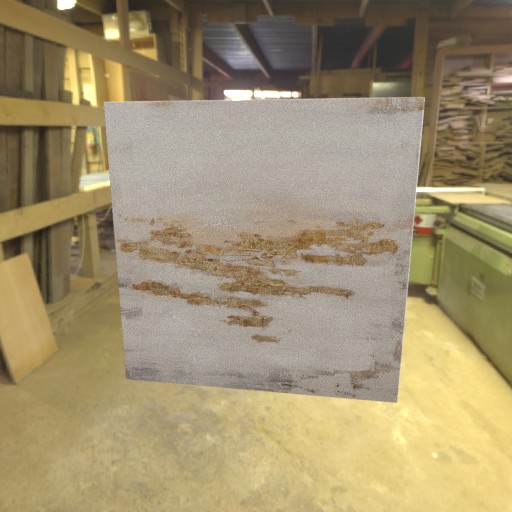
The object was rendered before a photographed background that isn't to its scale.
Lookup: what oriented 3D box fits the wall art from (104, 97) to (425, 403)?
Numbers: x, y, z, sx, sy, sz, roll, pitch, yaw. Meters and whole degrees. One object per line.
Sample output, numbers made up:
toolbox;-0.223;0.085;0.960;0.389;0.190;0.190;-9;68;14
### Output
wall art;0.000;0.000;1.530;1.015;1.018;0.040;2;15;9
